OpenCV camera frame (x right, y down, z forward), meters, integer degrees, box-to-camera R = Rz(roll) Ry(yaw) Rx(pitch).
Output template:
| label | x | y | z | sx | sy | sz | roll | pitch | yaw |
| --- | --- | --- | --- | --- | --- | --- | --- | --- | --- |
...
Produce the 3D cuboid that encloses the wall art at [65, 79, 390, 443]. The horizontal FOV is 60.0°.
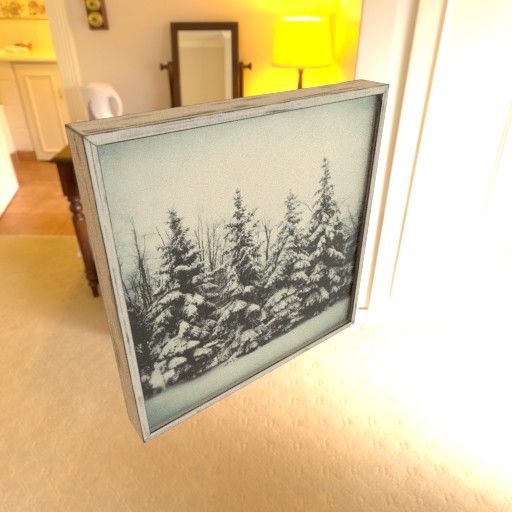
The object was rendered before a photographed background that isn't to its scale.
| label | x | y | z | sx | sy | sz | roll | pitch | yaw |
| --- | --- | --- | --- | --- | --- | --- | --- | --- | --- |
| wall art | 0.000 | 0.000 | 0.449 | 0.303 | 0.303 | 0.036 | -21 | 37 | -31 |
